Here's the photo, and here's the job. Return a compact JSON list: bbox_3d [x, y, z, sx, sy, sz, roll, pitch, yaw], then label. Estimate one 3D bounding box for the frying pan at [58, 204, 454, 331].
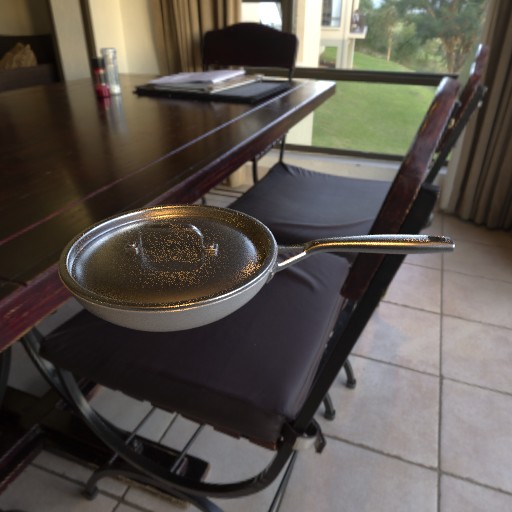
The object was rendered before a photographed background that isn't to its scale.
[{"bbox_3d":[0.000,0.000,0.572,0.490,0.086,0.272,1,30,2],"label":"frying pan"}]
